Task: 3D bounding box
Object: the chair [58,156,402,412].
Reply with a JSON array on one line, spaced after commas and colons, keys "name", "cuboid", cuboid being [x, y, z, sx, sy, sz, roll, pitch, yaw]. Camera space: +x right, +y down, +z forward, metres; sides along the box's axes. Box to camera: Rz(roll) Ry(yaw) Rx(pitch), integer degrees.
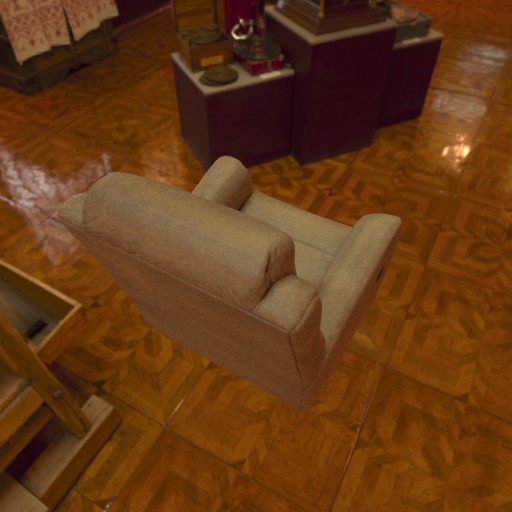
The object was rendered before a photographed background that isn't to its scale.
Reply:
[{"name": "chair", "cuboid": [0.000, 0.000, 1.879, 0.965, 1.116, 1.068, 24, 51, 21]}]
